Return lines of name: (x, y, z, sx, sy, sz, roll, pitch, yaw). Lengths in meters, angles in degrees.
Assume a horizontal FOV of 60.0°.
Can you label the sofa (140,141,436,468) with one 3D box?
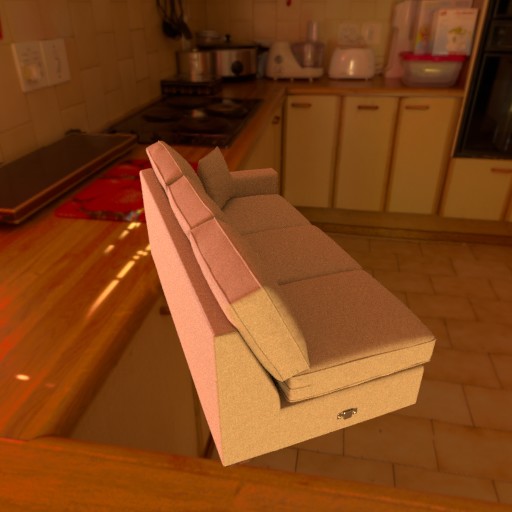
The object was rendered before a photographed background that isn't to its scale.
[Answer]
sofa: (0.000, 0.000, 2.591, 1.034, 0.946, 1.963, -10, 32, -17)
